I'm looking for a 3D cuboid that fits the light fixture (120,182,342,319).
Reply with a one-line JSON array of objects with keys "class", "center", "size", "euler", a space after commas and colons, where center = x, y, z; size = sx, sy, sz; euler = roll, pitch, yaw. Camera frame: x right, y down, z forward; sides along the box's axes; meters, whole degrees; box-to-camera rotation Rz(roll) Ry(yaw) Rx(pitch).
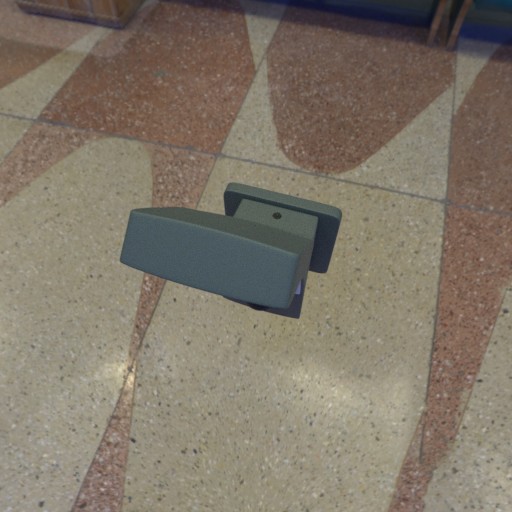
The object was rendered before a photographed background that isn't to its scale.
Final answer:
[{"class": "light fixture", "center": [0.000, 0.000, 0.332], "size": [0.108, 0.243, 0.174], "euler": [15, 59, 9]}]
